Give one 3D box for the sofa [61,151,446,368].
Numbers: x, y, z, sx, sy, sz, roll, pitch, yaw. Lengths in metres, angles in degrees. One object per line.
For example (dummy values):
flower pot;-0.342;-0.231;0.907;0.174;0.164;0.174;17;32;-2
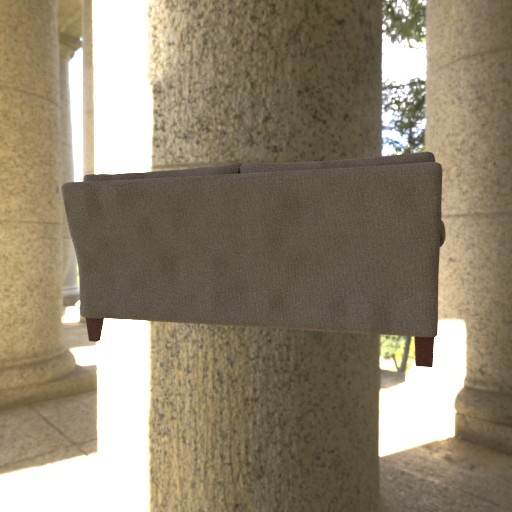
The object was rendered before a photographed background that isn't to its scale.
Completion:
sofa;0.000;0.000;2.840;2.193;1.096;1.069;0;1;18
